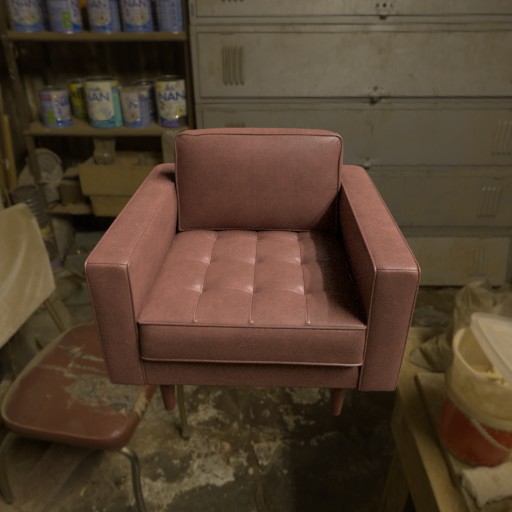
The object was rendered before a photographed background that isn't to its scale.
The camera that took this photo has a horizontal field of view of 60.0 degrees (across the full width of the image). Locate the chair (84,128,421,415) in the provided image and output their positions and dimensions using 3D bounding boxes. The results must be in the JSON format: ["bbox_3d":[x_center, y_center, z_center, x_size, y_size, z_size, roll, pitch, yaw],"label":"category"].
[{"bbox_3d":[0.000,0.000,1.594,0.920,0.770,0.900,1,30,2],"label":"chair"}]
